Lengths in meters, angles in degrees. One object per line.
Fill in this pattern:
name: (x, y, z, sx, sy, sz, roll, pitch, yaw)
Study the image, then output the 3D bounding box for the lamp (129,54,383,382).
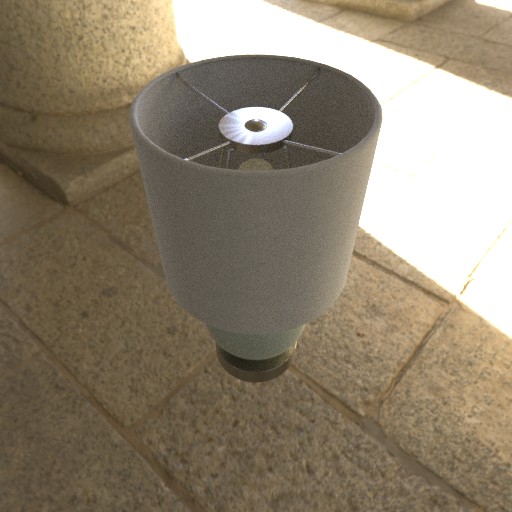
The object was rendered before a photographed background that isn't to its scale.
lamp: (0.000, 0.000, 0.481, 0.201, 0.353, 0.201, 9, 46, 9)
